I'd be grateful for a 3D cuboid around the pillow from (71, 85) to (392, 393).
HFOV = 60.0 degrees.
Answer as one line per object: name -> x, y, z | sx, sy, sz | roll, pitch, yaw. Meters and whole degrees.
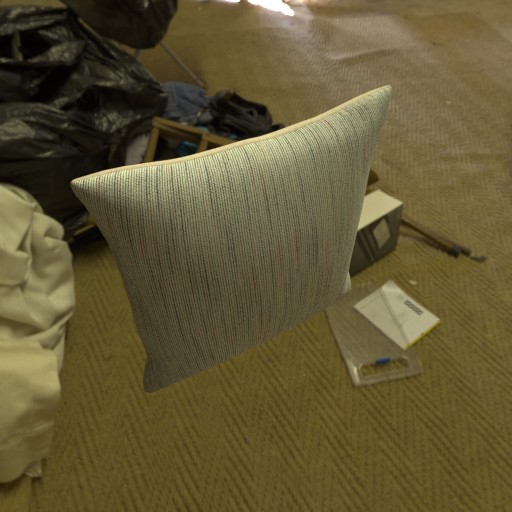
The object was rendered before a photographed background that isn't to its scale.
pillow -> 0.000, 0.000, 0.788 | 0.512, 0.506, 0.178 | -23, 50, -21
